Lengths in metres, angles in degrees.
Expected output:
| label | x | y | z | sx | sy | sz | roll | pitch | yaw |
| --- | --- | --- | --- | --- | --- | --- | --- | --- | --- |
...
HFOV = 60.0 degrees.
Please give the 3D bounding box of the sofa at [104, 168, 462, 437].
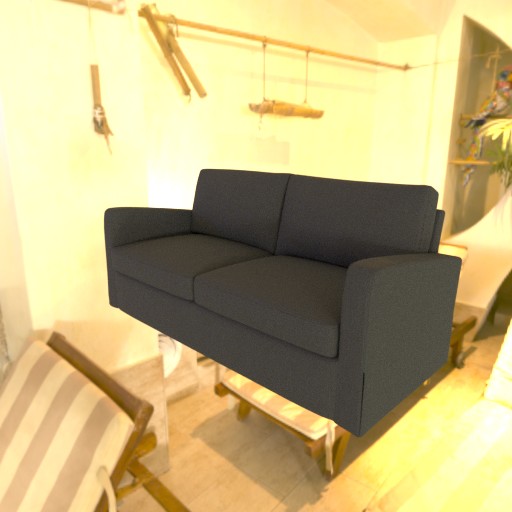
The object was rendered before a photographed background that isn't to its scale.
| label | x | y | z | sx | sy | sz | roll | pitch | yaw |
| --- | --- | --- | --- | --- | --- | --- | --- | --- | --- |
| sofa | 0.000 | 0.000 | 2.377 | 1.852 | 0.839 | 0.898 | 14 | 21 | 43 |
